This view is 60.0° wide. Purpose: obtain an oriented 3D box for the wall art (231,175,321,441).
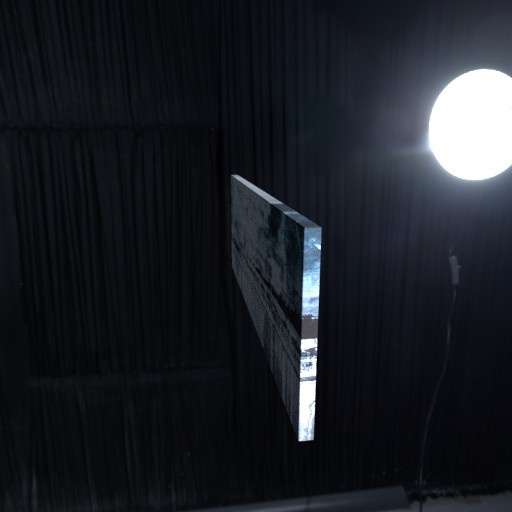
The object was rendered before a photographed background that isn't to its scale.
[{"bbox_3d":[0.000,0.000,1.706,0.037,0.509,1.524,-2,15,-9],"label":"wall art"}]
